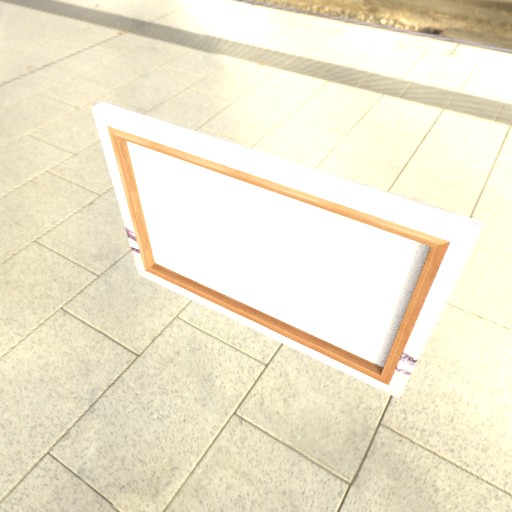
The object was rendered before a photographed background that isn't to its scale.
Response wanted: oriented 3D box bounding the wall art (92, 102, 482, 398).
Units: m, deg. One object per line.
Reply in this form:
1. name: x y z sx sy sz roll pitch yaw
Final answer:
1. wall art: 0.000 0.000 1.155 0.913 0.609 0.038 22 50 21
